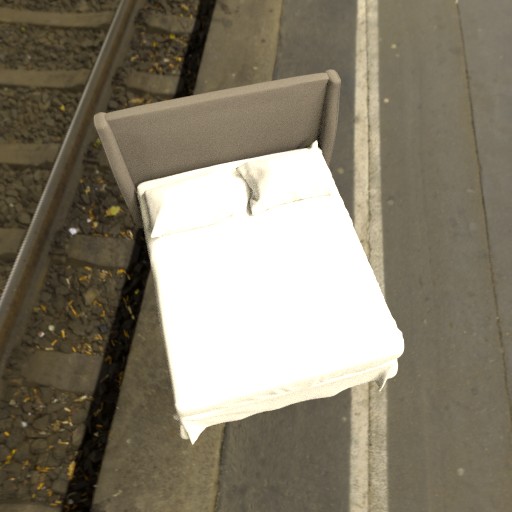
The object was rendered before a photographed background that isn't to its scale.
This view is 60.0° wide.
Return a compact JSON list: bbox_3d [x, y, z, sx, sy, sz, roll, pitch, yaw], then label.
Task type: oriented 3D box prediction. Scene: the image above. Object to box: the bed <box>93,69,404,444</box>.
[{"bbox_3d":[0.000,0.000,3.457,1.925,1.332,2.276,-13,63,-7],"label":"bed"}]
